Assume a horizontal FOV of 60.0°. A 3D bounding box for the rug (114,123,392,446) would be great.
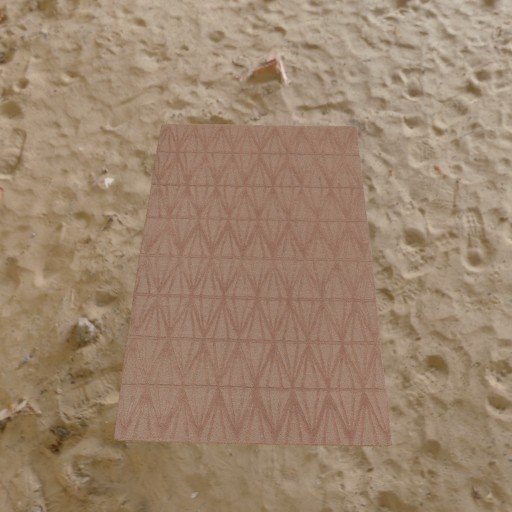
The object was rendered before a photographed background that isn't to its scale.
[{"bbox_3d":[0.000,0.000,2.345,1.230,0.025,1.837,1,63,0],"label":"rug"}]
